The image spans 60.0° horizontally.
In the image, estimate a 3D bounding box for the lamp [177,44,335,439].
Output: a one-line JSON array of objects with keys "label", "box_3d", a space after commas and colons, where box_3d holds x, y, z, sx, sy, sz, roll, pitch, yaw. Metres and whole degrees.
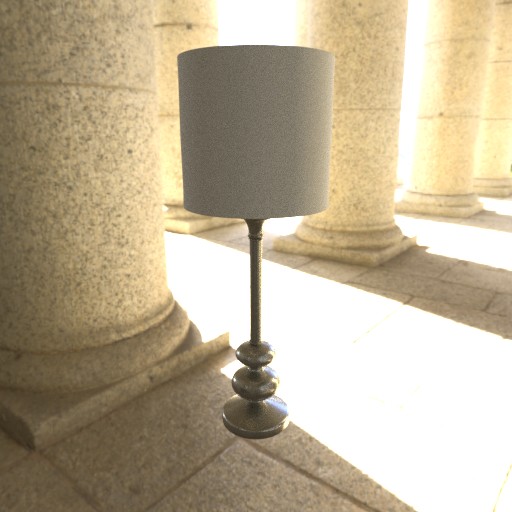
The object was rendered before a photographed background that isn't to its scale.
[{"label": "lamp", "box_3d": [0.000, 0.000, 0.811, 0.254, 0.690, 0.254, 3, 16, 10]}]
